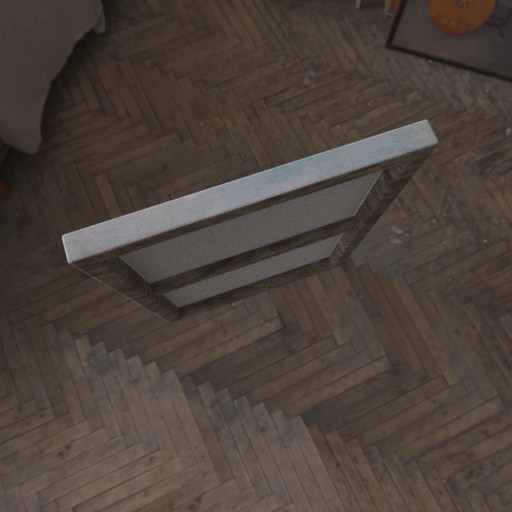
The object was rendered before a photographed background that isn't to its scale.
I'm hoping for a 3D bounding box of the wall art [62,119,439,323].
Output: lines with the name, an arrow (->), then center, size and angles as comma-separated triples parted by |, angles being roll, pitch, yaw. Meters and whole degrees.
wall art -> 0.000, 0.000, 0.794 | 0.443, 0.605, 0.035 | -19, 76, -5
